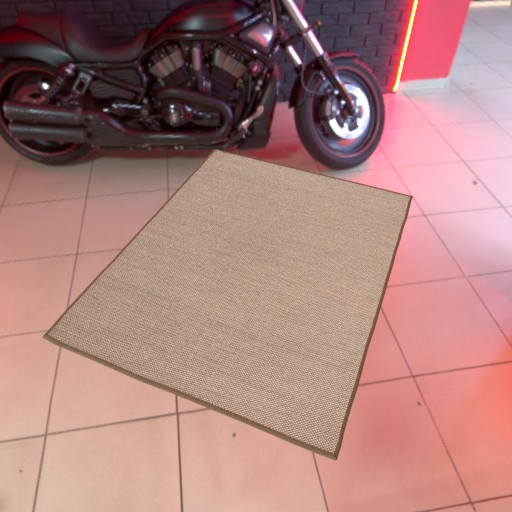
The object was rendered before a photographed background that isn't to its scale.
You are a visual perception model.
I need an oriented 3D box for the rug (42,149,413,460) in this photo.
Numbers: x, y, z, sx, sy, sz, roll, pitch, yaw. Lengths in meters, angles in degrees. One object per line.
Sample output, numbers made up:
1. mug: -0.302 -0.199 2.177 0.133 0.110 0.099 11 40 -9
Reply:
1. rug: 0.000 0.000 4.148 2.413 0.020 3.041 17 47 16
